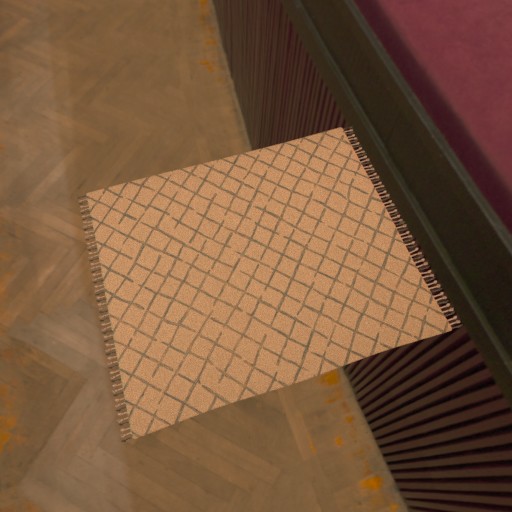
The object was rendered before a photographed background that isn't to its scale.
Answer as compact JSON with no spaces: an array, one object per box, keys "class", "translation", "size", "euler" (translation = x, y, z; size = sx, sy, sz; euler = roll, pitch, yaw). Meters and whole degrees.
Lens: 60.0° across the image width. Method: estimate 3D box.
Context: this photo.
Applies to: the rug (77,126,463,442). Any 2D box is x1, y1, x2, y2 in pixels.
[{"class":"rug","translation":[0.000,0.000,4.946],"size":[3.585,0.036,2.892],"euler":[-16,64,-8]}]
